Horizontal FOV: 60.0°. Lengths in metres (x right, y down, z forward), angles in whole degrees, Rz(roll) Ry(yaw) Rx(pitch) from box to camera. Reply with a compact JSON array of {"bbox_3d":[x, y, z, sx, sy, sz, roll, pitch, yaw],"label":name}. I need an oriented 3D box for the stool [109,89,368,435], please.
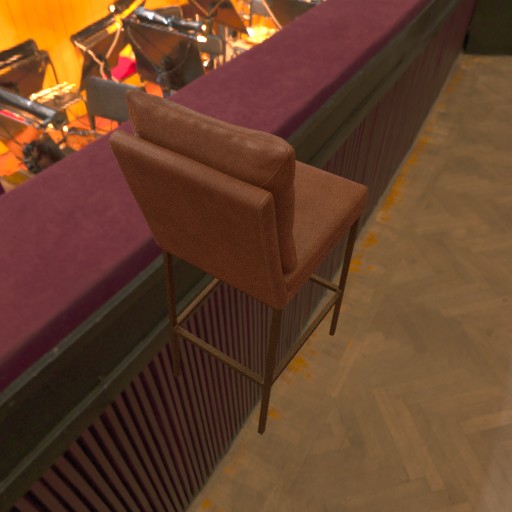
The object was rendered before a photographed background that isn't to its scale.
[{"bbox_3d":[0.000,0.000,1.415,0.463,1.124,0.571,26,51,23],"label":"stool"}]
